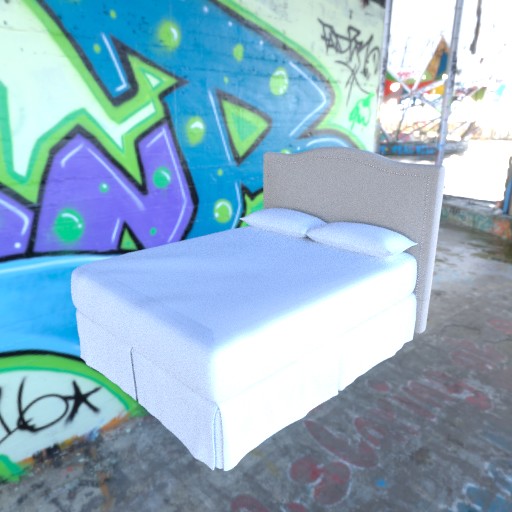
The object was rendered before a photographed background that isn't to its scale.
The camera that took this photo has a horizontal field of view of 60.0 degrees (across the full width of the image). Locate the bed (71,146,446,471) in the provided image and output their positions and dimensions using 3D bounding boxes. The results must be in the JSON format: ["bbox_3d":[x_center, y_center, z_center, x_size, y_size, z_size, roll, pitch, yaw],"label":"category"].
[{"bbox_3d":[0.000,0.000,3.096,2.052,1.398,1.678,-17,24,-42],"label":"bed"}]
